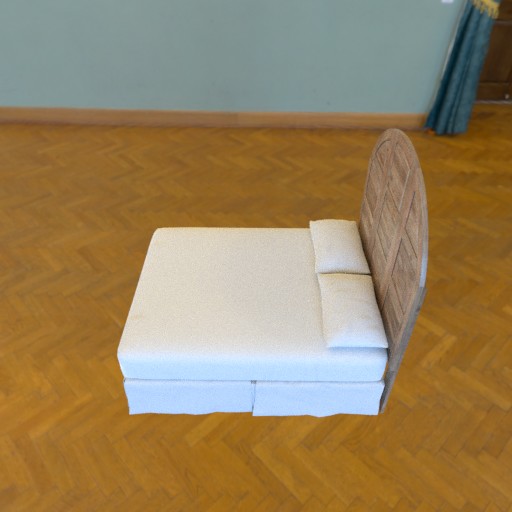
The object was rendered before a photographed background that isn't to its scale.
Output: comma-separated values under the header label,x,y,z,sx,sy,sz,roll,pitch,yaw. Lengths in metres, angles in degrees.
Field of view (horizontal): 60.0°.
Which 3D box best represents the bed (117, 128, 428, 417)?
label,x,y,z,sx,sy,sz,roll,pitch,yaw
bed,0.000,0.000,3.588,2.112,2.002,1.713,1,41,1
